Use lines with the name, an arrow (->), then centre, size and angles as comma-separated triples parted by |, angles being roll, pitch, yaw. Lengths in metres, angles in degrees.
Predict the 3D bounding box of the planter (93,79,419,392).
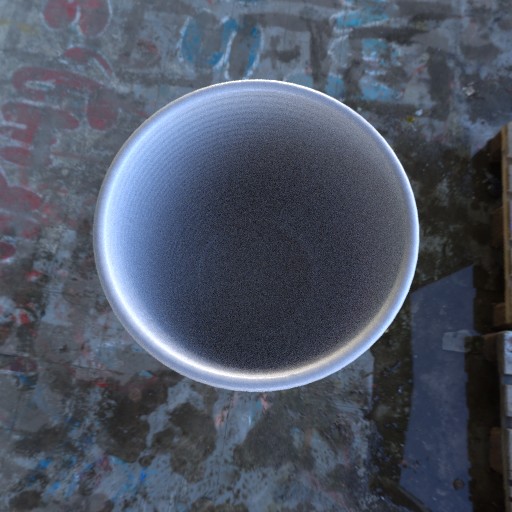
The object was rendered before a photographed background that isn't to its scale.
planter -> 0.000, 0.000, 0.302 | 0.170, 0.152, 0.170 | 0, 76, 0
